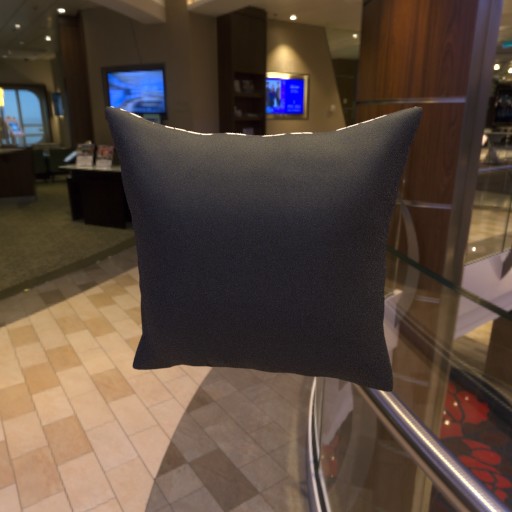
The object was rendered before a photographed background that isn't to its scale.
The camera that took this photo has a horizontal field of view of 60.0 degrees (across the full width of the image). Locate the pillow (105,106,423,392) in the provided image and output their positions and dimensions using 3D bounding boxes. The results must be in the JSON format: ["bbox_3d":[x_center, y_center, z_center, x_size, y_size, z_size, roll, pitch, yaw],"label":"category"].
[{"bbox_3d":[0.000,0.000,0.770,0.504,0.494,0.188,3,18,8],"label":"pillow"}]
